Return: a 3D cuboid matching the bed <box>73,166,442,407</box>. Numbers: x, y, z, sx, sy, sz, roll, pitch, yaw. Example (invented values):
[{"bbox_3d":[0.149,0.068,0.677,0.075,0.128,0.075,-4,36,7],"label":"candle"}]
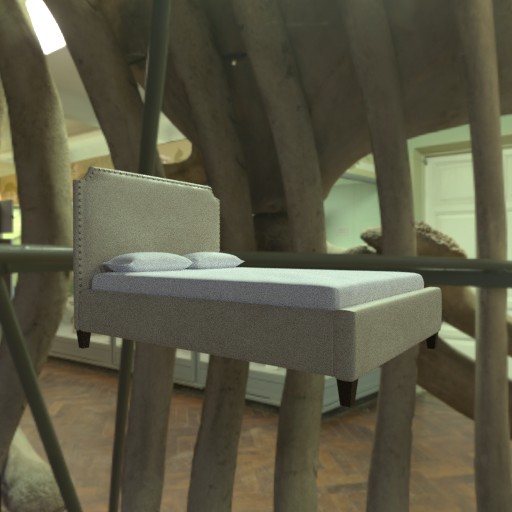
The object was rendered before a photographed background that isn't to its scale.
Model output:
[{"bbox_3d":[0.000,0.000,3.471,2.372,1.443,1.712,0,1,36],"label":"bed"}]
